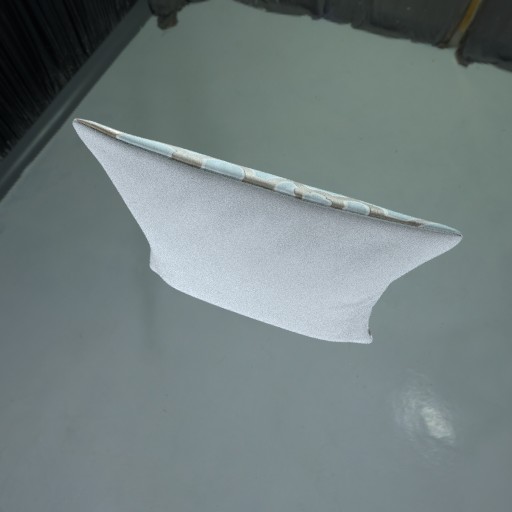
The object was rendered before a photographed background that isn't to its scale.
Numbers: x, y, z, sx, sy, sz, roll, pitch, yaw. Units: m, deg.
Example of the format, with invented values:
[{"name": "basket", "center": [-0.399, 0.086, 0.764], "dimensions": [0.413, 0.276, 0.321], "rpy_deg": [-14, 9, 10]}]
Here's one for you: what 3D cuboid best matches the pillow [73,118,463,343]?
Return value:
[{"name": "pillow", "center": [0.000, 0.000, 0.815], "dimensions": [0.552, 0.508, 0.166], "rpy_deg": [18, 65, 9]}]
